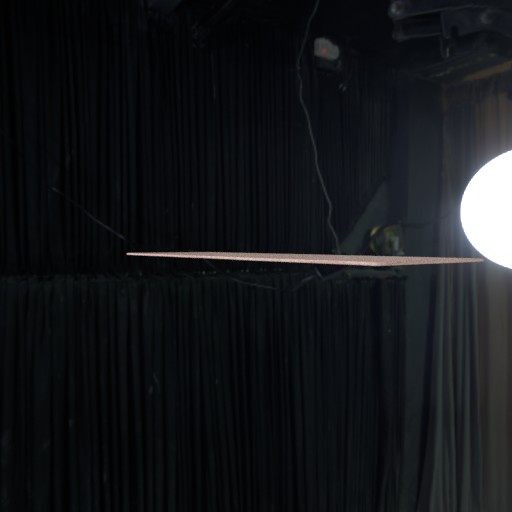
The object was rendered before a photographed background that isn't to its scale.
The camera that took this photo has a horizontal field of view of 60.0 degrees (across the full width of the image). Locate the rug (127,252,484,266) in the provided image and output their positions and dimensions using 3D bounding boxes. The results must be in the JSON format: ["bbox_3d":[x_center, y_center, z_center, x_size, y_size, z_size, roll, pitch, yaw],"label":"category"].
[{"bbox_3d":[0.000,0.000,2.731,0.760,0.015,2.435,-1,2,-36],"label":"rug"}]
